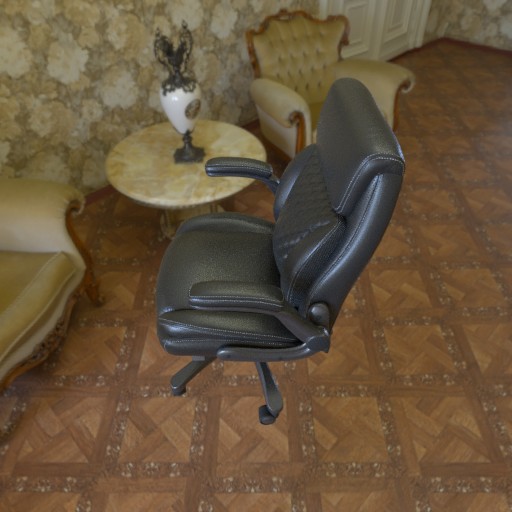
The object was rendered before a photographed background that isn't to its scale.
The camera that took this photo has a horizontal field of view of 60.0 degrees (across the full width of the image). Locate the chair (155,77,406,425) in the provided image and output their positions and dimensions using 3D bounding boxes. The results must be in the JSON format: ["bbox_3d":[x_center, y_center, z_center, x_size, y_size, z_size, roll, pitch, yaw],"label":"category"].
[{"bbox_3d":[0.000,0.000,1.582,0.724,1.110,0.782,-1,41,-1],"label":"chair"}]
